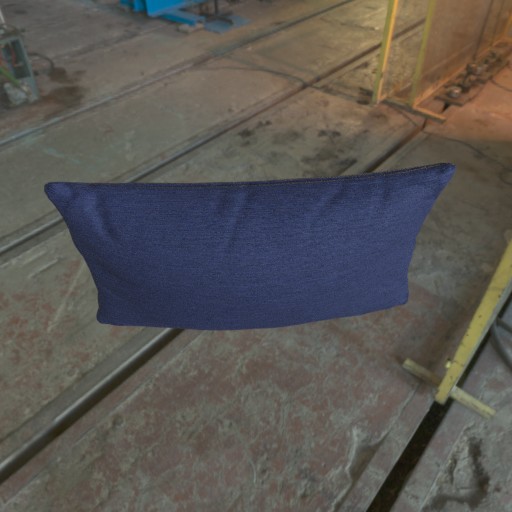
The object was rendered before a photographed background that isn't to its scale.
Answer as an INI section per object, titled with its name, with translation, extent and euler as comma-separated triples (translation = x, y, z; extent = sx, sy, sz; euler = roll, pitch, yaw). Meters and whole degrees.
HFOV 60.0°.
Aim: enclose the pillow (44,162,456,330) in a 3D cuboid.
[pillow]
translation = 0.000, 0.000, 0.784
extent = 0.633, 0.338, 0.210
euler = -3, 45, -3
